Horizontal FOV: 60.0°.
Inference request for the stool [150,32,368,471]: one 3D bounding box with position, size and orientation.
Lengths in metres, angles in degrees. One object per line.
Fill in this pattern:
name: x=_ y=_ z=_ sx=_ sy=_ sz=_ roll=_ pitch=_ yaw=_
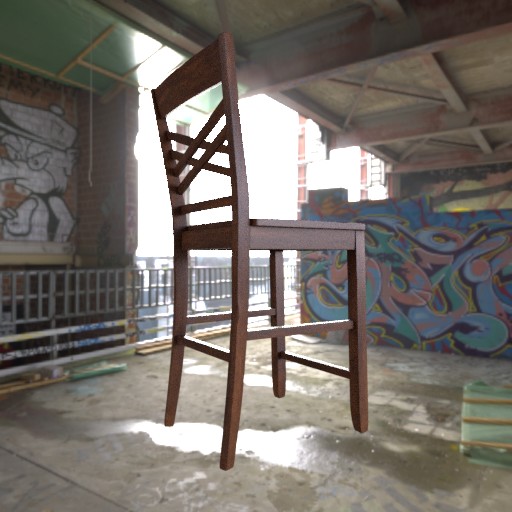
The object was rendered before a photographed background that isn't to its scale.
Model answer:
stool: x=0.000 y=0.000 z=1.393 sx=0.539 sy=1.079 sz=0.462 roll=0 pitch=0 yaw=-35
